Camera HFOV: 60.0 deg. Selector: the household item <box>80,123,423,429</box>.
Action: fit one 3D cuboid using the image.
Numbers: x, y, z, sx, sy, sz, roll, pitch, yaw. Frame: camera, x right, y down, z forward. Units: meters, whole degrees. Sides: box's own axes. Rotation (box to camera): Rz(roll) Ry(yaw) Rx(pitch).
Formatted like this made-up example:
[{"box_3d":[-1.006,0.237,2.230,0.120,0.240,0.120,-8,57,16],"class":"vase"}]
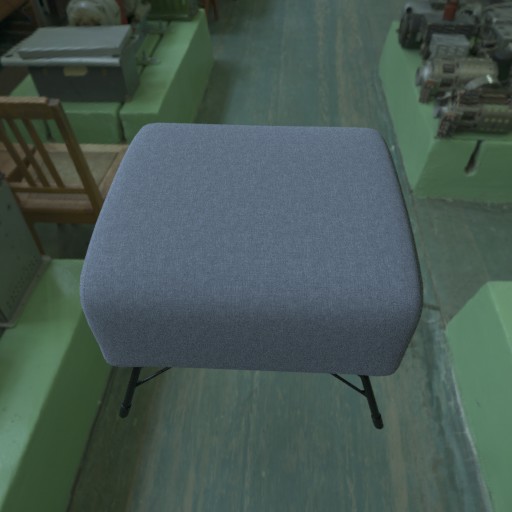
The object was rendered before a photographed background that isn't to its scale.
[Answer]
[{"box_3d":[0.000,0.000,0.911,0.530,0.410,0.530,2,47,2],"class":"household item"}]
